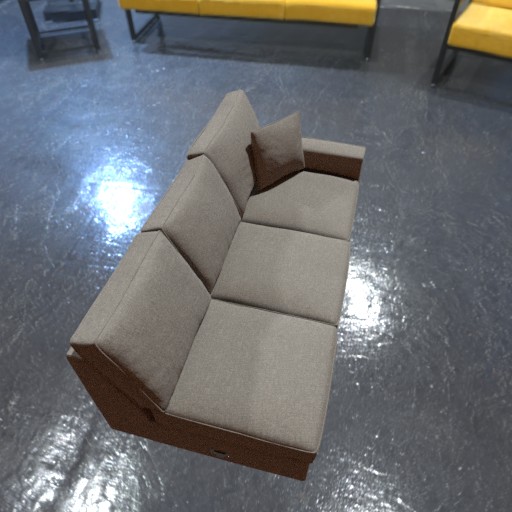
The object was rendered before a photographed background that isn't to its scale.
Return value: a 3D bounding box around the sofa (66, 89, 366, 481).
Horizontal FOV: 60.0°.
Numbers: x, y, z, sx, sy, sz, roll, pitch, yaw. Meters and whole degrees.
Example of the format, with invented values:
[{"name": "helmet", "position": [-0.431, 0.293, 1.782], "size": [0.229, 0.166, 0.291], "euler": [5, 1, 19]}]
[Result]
[{"name": "sofa", "position": [0.000, 0.000, 2.462], "size": [1.034, 0.946, 1.963], "euler": [11, 48, 10]}]
